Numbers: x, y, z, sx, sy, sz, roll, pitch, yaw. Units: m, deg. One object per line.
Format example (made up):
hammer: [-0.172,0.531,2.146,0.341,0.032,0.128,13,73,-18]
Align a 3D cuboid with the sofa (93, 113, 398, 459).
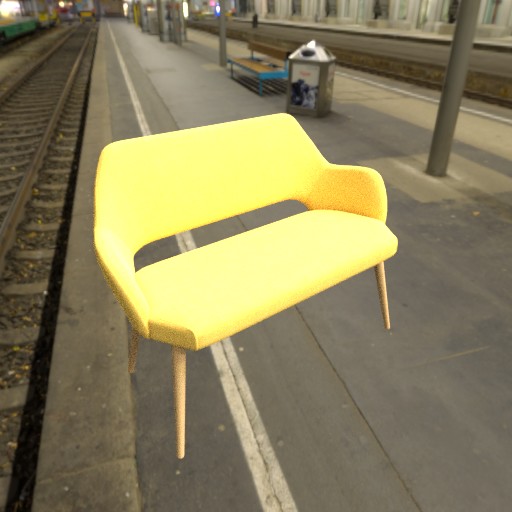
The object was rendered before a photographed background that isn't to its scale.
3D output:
sofa: [0.000,0.000,1.630,1.150,0.840,0.610,-21,36,-33]
